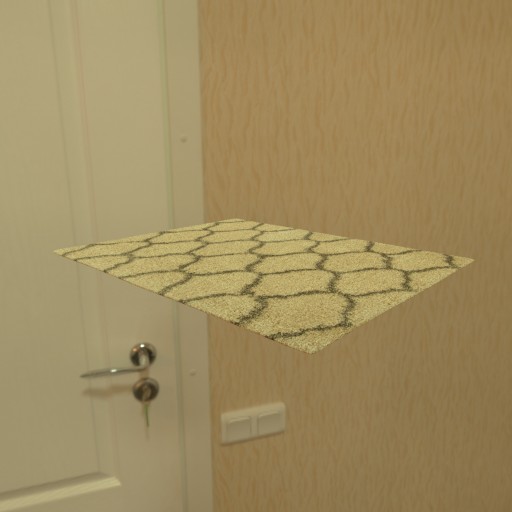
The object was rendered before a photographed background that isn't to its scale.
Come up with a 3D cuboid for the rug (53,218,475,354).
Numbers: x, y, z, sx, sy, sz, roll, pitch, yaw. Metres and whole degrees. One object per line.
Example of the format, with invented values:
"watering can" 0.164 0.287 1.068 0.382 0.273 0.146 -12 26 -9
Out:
"rug" 0.000 0.000 4.005 3.000 0.026 2.399 14 20 42
